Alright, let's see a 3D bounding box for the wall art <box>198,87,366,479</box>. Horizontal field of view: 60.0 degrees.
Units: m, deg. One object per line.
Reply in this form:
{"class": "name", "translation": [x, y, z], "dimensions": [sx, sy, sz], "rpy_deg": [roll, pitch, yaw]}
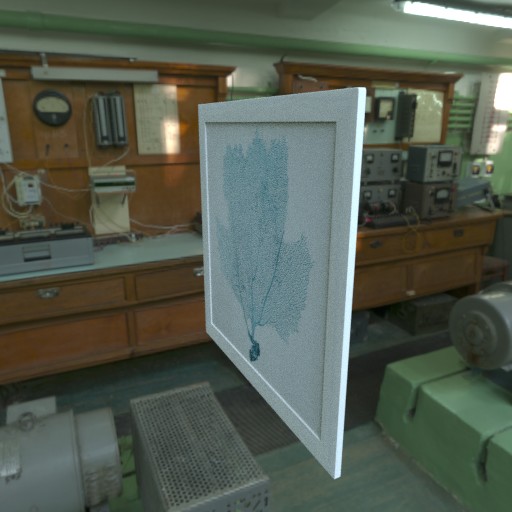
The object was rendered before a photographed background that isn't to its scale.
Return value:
{"class": "wall art", "translation": [0.000, 0.000, 0.873], "dimensions": [0.013, 0.584, 0.584], "rpy_deg": [-8, 18, -25]}
